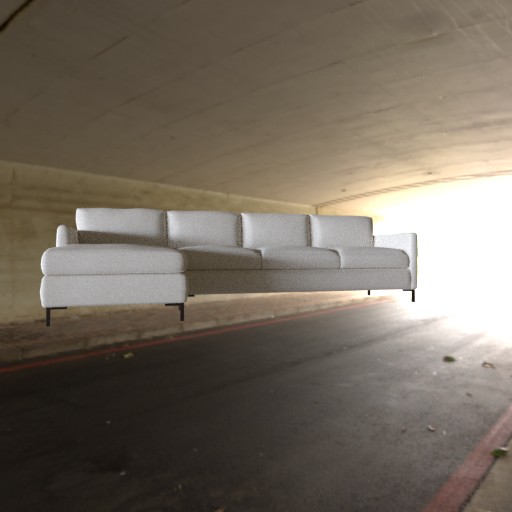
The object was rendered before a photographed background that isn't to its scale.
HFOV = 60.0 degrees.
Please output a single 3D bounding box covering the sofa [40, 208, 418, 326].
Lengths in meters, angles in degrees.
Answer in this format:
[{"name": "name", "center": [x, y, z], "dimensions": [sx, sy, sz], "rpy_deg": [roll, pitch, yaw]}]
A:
[{"name": "sofa", "center": [0.000, 0.000, 3.822], "dimensions": [3.186, 0.875, 1.467], "rpy_deg": [0, 0, -17]}]
